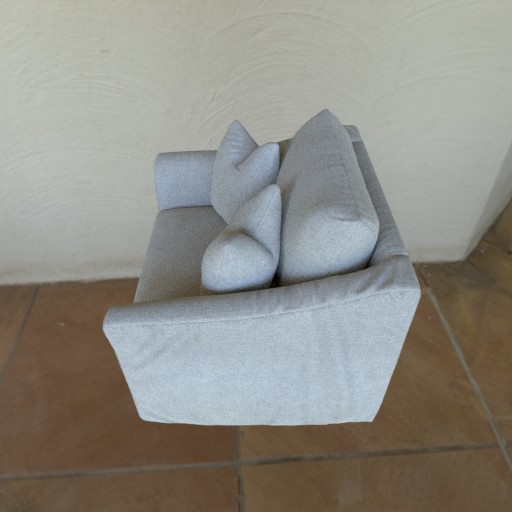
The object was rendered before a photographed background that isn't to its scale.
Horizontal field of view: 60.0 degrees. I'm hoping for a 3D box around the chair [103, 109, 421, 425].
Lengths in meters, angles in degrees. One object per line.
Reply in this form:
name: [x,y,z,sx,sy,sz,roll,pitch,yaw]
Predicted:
chair: [0.000,0.000,2.064,1.071,1.059,1.194,0,42,0]
